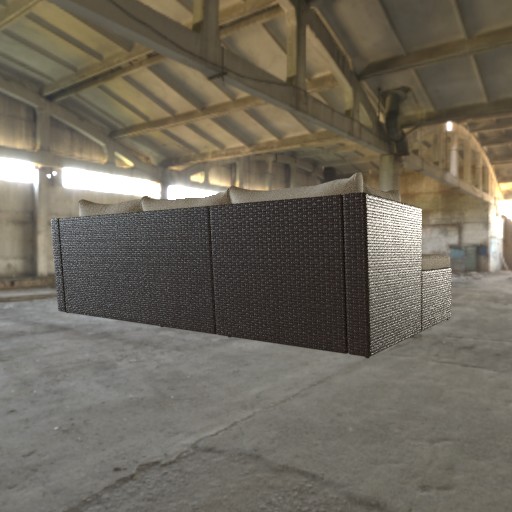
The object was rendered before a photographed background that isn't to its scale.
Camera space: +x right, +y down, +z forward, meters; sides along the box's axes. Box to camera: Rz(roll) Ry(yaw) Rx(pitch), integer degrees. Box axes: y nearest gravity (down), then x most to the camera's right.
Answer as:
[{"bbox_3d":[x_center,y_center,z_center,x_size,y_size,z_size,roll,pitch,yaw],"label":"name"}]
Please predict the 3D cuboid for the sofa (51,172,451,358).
[{"bbox_3d":[0.000,0.000,2.919,2.192,0.766,1.612,0,1,37],"label":"sofa"}]
